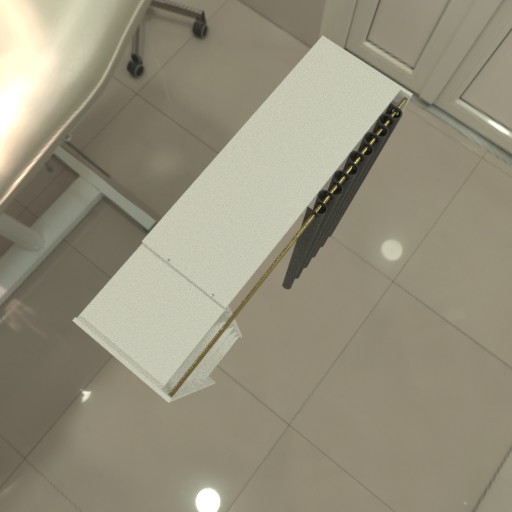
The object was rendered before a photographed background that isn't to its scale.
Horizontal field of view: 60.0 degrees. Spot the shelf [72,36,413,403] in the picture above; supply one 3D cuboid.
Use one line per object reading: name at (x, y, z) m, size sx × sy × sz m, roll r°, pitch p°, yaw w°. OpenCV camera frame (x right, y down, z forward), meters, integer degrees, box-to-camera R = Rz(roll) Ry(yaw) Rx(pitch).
shelf at (0.000, 0.000, 2.654) m, size 0.500 × 1.810 × 1.600 m, roll 37°, pitch 79°, yaw 9°
